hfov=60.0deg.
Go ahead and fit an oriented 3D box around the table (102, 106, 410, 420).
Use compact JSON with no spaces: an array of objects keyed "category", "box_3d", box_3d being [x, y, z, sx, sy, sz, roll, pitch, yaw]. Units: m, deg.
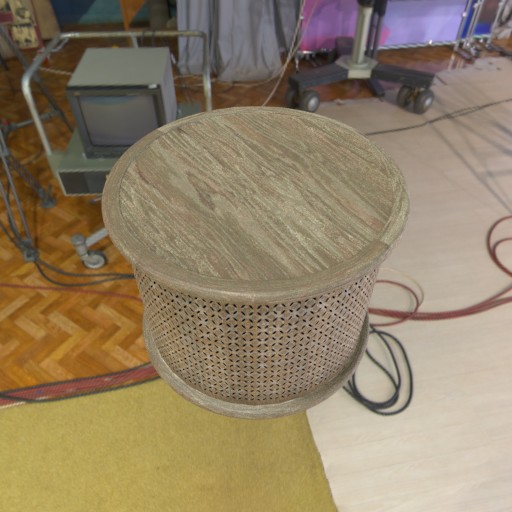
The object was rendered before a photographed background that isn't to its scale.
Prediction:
[{"category":"table","box_3d":[0.000,0.000,1.050,0.607,0.450,0.607,0,46,0]}]
